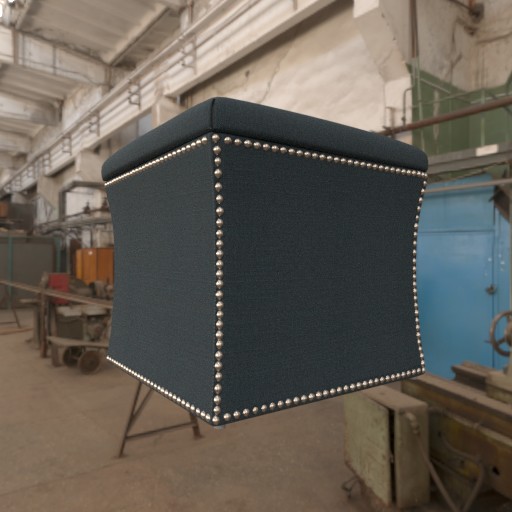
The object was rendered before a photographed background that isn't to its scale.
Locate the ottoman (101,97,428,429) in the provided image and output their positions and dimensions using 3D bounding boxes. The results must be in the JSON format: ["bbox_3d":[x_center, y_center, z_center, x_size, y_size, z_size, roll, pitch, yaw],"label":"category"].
[{"bbox_3d":[0.000,0.000,0.909,0.507,0.475,0.497,0,-1,-35],"label":"ottoman"}]
